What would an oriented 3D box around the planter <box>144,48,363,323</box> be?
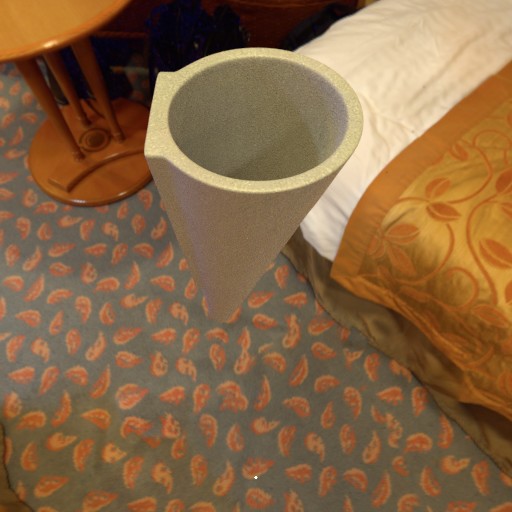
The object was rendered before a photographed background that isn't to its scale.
[{"bbox_3d":[0.000,0.000,0.217,0.064,0.191,0.057,2,63,1],"label":"planter"}]
